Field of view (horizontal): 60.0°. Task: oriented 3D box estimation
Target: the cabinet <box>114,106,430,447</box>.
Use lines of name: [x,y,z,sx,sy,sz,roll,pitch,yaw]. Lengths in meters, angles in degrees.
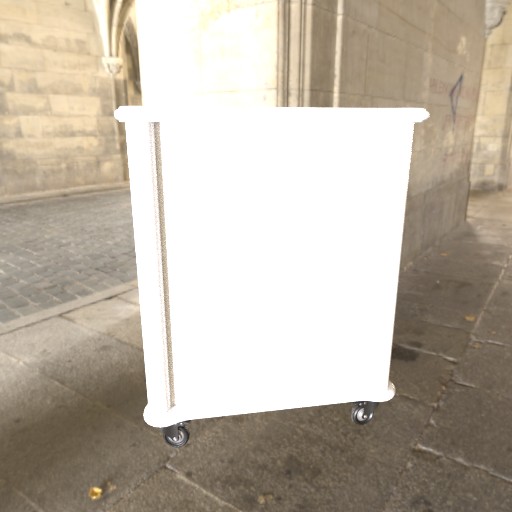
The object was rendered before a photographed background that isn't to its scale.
cabinet: [0.000,0.000,1.228,0.627,0.761,0.628,-3,17,-10]
